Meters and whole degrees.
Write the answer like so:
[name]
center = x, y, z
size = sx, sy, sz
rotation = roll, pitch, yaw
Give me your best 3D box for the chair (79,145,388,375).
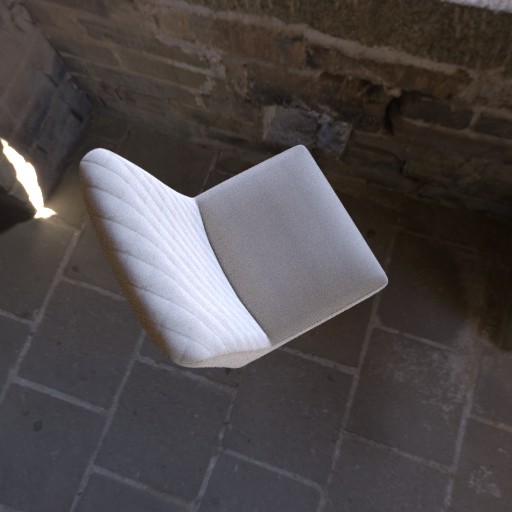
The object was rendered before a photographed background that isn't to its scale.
[chair]
center = 0.000, 0.000, 1.263
size = 0.597, 0.933, 0.503
rotation = -27, 76, -7
